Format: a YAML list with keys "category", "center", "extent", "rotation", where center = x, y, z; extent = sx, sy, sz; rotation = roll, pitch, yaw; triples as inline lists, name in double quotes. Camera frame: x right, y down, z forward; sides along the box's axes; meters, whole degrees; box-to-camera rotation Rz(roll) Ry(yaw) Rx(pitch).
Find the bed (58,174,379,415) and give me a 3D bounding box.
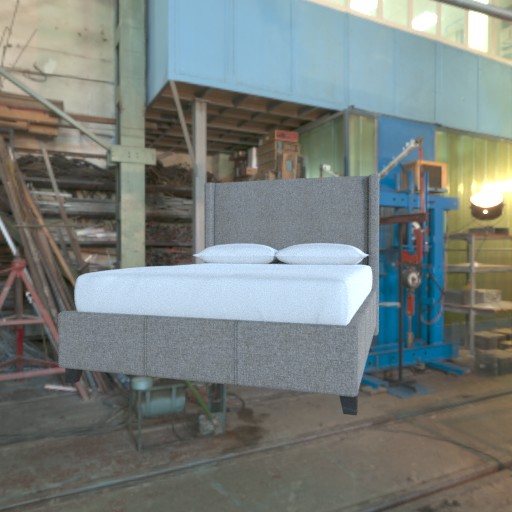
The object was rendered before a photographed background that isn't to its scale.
- category: "bed"
  center: [0.000, 0.000, 3.373]
  extent: [1.714, 1.481, 2.245]
  rotation: [0, 1, 18]
